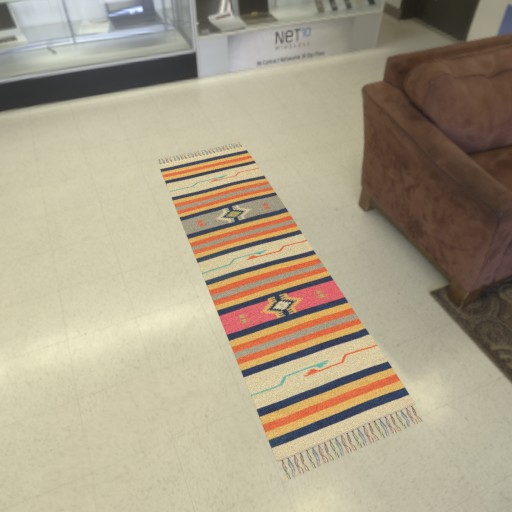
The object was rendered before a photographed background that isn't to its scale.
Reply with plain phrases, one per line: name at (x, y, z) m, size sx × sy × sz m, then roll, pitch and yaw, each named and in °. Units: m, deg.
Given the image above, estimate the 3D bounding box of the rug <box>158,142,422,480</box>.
rug at (0.000, 0.000, 2.689) m, size 0.695 × 0.017 × 2.455 m, roll -16°, pitch 49°, yaw -14°
